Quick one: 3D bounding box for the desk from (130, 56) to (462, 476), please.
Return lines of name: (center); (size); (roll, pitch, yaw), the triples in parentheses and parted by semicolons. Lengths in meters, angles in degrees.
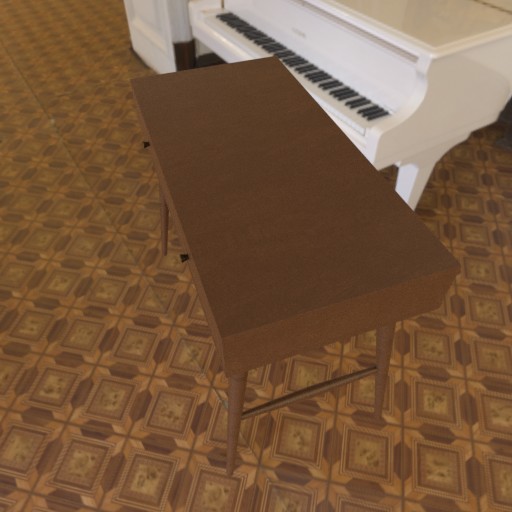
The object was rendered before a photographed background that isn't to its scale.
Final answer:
desk: (0.000, 0.000, 1.356); (0.510, 0.758, 0.949); (-15, 50, -13)
